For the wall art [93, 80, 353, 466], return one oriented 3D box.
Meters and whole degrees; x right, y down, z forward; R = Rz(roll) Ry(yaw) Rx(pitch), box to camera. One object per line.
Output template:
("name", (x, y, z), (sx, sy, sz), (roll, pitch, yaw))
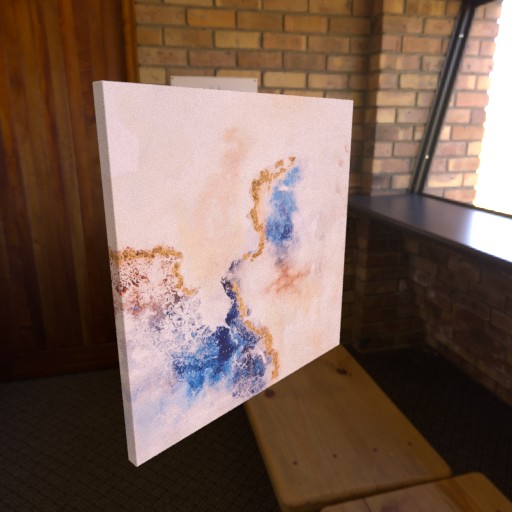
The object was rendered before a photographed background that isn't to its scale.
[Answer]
("wall art", (0.000, 0.000, 1.287), (0.038, 0.889, 0.889), (15, 22, 42))
